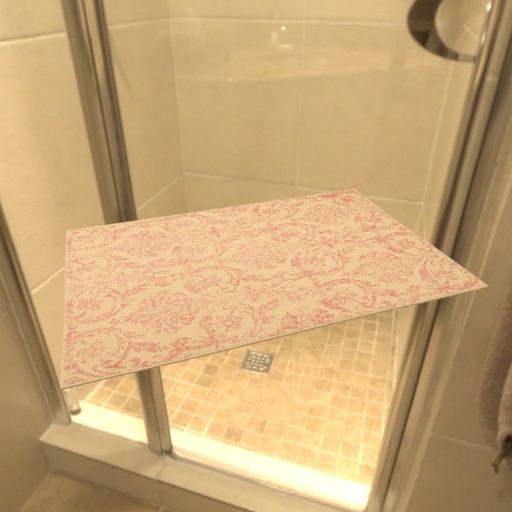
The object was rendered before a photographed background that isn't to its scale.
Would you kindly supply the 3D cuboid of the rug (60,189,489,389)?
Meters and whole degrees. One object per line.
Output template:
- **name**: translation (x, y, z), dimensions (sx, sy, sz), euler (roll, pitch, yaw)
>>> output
- **rug**: translation (0.000, 0.000, 3.377), dimensions (2.746, 0.018, 1.819), euler (-10, 33, -16)
